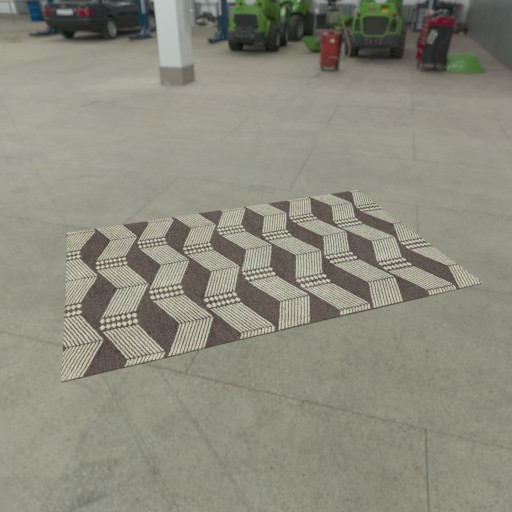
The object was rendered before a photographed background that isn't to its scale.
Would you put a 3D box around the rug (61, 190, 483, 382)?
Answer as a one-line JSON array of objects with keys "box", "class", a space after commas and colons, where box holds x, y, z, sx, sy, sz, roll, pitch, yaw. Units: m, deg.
[{"box": [0.000, 0.000, 2.999, 2.435, 0.011, 1.517, -10, 33, -16], "class": "rug"}]
